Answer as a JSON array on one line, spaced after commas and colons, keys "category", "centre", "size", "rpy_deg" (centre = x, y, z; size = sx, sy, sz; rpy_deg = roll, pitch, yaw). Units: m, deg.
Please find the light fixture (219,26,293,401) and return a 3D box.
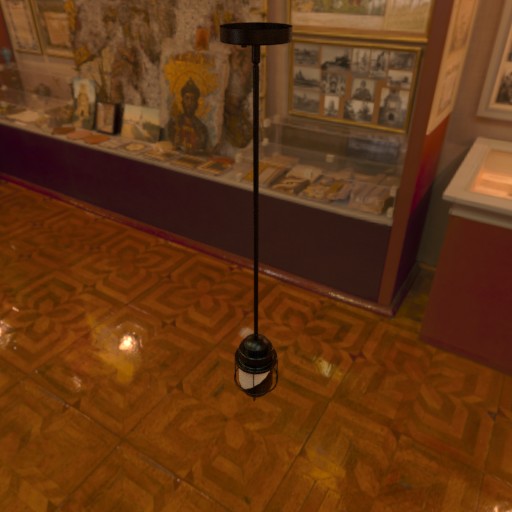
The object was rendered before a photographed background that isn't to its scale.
[{"category": "light fixture", "centre": [0.000, 0.000, 0.994], "size": [0.123, 0.920, 0.123], "rpy_deg": [20, 38, 28]}]
